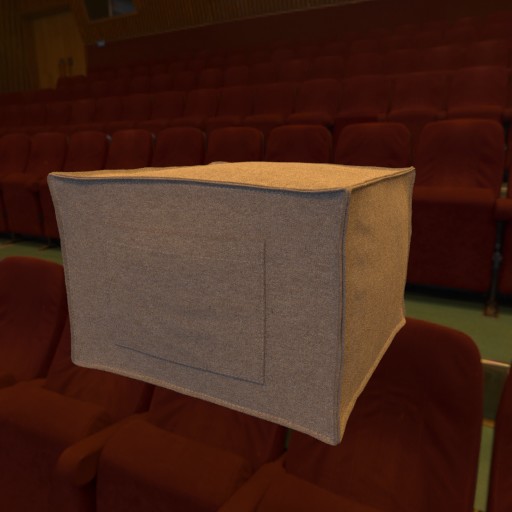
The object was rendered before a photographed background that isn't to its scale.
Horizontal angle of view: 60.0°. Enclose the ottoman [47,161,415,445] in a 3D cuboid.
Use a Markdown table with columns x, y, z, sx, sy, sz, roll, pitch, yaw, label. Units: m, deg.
| x | y | z | sx | sy | sz | roll | pitch | yaw | label |
| --- | --- | --- | --- | --- | --- | --- | --- | --- | --- |
| 0.000 | 0.000 | 1.149 | 0.707 | 0.470 | 0.696 | 7 | 15 | 26 | ottoman |
